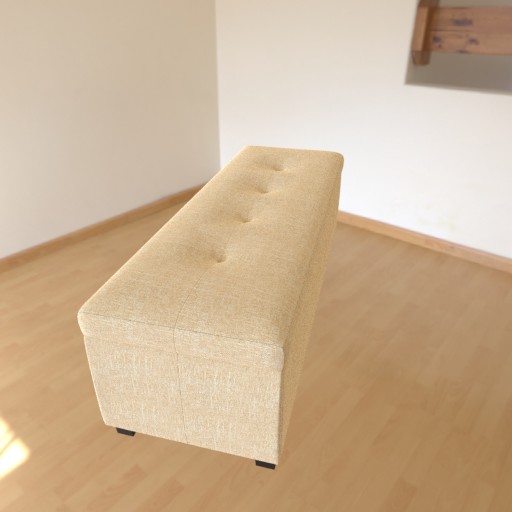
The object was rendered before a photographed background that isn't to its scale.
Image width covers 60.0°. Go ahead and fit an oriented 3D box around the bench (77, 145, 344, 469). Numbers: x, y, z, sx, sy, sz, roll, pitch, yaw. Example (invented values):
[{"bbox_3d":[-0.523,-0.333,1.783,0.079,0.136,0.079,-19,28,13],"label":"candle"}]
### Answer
[{"bbox_3d":[0.000,0.000,1.422,0.432,0.406,1.219,7,30,13],"label":"bench"}]
